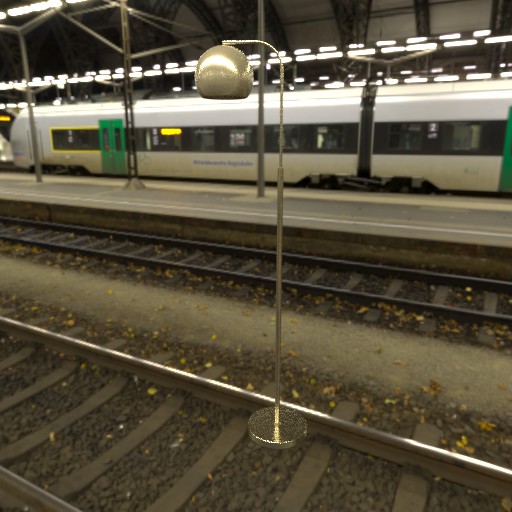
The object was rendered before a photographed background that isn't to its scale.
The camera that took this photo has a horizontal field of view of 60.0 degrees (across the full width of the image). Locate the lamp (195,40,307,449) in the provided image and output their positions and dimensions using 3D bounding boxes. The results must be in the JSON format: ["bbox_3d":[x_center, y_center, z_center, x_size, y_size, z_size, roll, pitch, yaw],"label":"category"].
[{"bbox_3d":[0.000,0.000,1.704,0.431,1.526,0.250,2,15,7],"label":"lamp"}]
